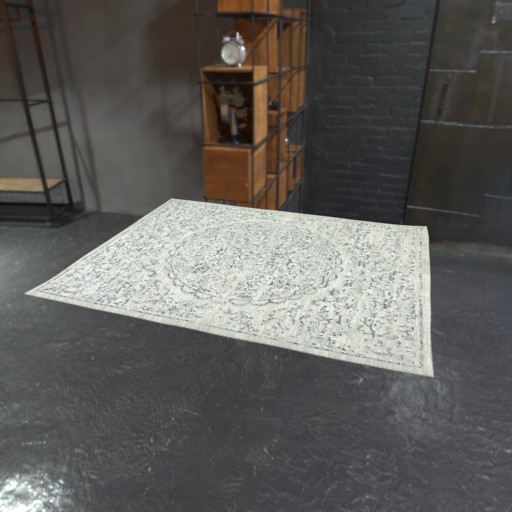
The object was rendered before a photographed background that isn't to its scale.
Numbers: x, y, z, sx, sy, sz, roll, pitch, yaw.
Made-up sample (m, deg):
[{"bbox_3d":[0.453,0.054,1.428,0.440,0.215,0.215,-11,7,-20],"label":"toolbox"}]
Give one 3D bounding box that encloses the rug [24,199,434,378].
[{"bbox_3d":[0.000,0.000,3.929,2.925,0.026,2.343,8,28,16],"label":"rug"}]
